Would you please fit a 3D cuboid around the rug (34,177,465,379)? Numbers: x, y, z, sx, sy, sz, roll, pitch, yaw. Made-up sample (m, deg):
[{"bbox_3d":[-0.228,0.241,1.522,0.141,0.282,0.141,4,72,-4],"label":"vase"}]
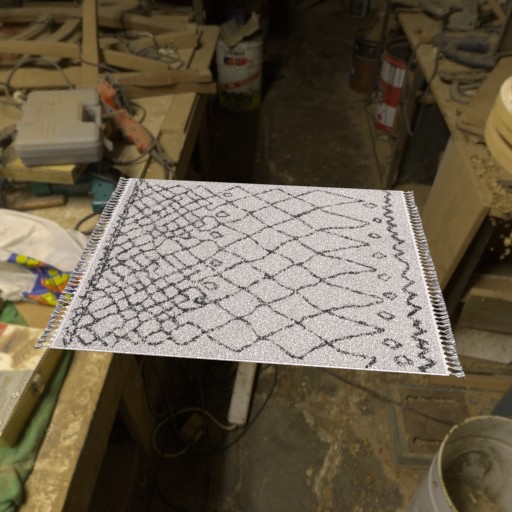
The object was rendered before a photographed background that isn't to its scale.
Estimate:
[{"bbox_3d":[0.000,0.000,2.935,2.312,0.017,1.613,3,45,3],"label":"rug"}]
